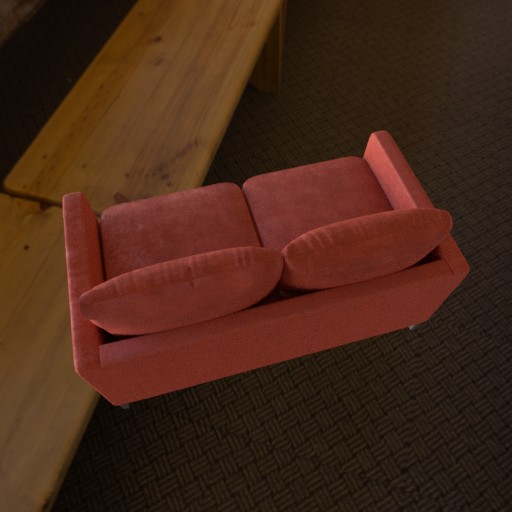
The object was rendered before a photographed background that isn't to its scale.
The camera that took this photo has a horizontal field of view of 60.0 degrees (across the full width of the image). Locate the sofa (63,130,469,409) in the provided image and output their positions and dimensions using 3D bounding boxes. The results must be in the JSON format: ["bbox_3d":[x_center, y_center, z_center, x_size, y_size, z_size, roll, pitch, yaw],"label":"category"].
[{"bbox_3d":[0.000,0.000,2.061,1.574,0.896,0.864,-14,61,-8],"label":"sofa"}]
